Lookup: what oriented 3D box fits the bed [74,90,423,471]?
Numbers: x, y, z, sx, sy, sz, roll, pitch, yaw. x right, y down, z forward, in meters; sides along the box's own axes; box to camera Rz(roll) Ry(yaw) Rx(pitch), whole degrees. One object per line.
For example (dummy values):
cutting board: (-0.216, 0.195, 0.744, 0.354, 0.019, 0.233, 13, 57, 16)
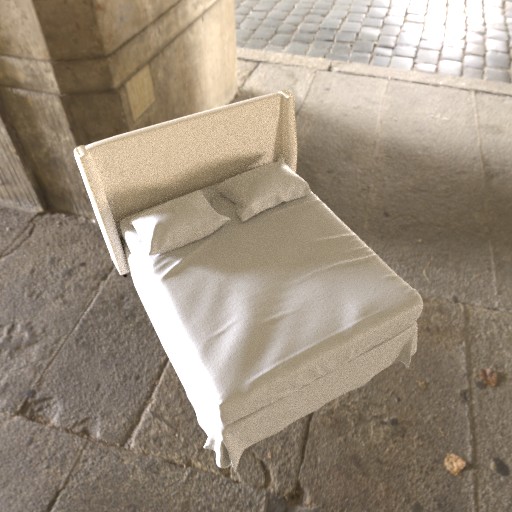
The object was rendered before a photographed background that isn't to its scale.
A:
bed: (0.000, 0.000, 3.465, 1.925, 1.332, 2.276, -22, 51, -20)
